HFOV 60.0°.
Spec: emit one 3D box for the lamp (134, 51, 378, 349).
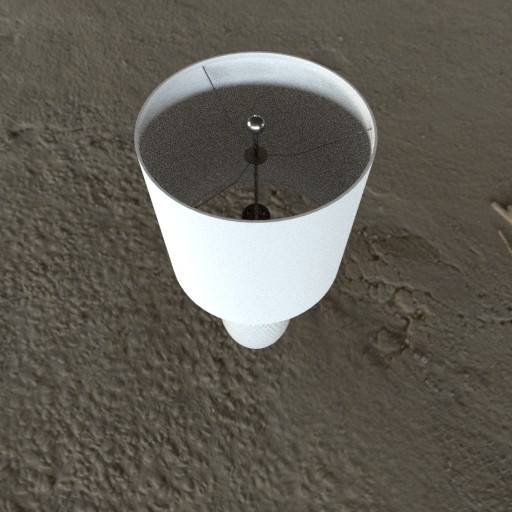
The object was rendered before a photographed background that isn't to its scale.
[{"bbox_3d":[0.000,0.000,0.587,0.214,0.466,0.214,-1,59,0],"label":"lamp"}]
